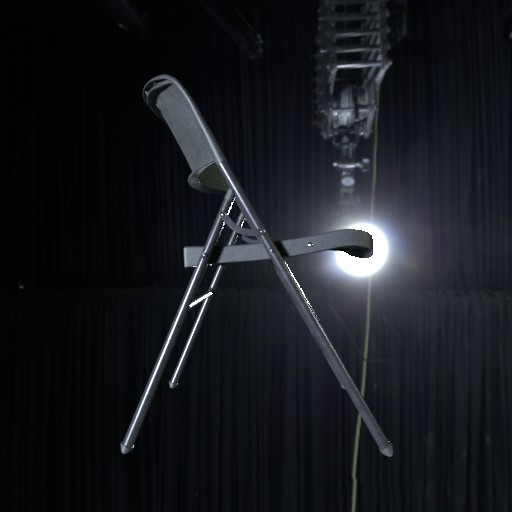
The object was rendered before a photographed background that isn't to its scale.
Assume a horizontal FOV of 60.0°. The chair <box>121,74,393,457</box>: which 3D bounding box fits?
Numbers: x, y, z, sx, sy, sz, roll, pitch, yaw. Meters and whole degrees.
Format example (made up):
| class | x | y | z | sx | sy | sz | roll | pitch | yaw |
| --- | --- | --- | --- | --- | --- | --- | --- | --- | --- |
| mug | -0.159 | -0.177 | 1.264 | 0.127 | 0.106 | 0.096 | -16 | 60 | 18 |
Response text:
| class | x | y | z | sx | sy | sz | roll | pitch | yaw |
| --- | --- | --- | --- | --- | --- | --- | --- | --- | --- |
| chair | 0.000 | 0.000 | 1.142 | 0.566 | 0.810 | 0.494 | 0 | -1 | 1 |
